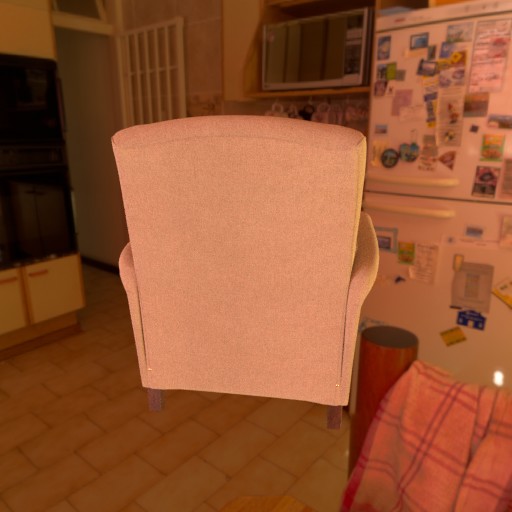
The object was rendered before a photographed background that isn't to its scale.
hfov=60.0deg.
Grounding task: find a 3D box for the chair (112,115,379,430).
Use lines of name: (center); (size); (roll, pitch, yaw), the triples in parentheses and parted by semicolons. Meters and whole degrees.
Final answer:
chair: (0.000, 0.000, 1.790); (0.978, 1.061, 0.905); (3, 16, 9)
